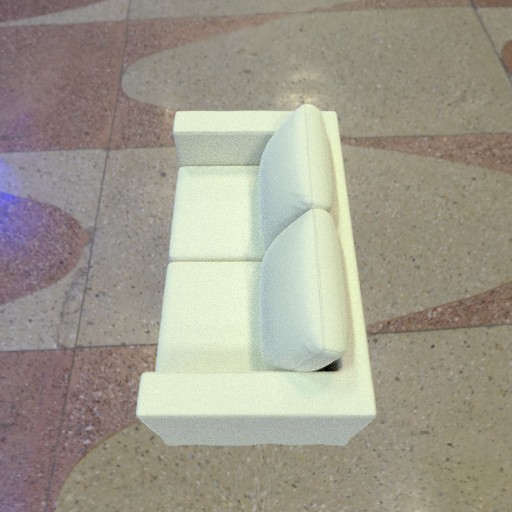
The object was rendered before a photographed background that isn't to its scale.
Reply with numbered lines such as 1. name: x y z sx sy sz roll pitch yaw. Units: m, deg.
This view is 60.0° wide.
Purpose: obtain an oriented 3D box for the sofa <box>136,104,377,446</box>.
1. sofa: 0.000 0.000 2.433 1.009 0.932 1.813 0 59 0
